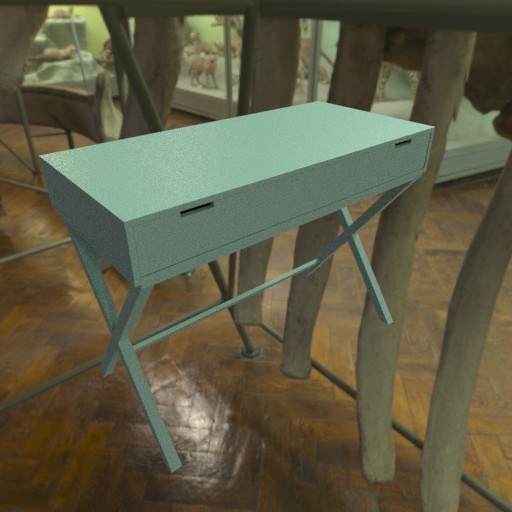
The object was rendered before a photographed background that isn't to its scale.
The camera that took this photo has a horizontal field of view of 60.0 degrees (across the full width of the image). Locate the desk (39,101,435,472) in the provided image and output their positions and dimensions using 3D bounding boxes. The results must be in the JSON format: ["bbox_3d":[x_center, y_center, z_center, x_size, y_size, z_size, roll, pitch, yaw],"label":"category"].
[{"bbox_3d":[0.000,0.000,1.480,1.059,0.780,0.509,-23,38,-33],"label":"desk"}]
